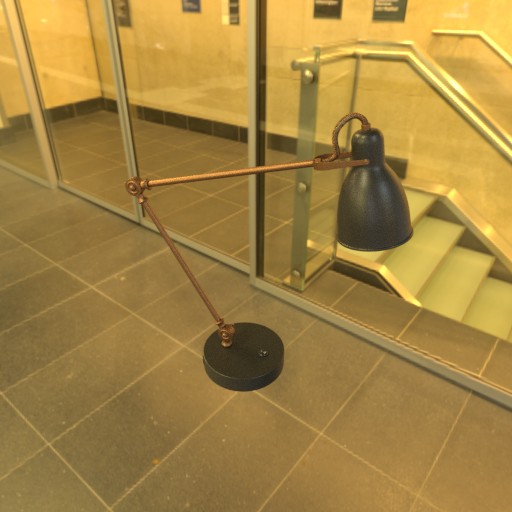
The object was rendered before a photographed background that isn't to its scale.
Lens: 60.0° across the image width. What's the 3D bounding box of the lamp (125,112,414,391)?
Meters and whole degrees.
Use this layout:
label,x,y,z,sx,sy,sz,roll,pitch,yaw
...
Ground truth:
label,x,y,z,sx,sy,sz,roll,pitch,yaw
lamp,0.000,0.000,0.877,0.561,0.587,0.187,11,33,17
